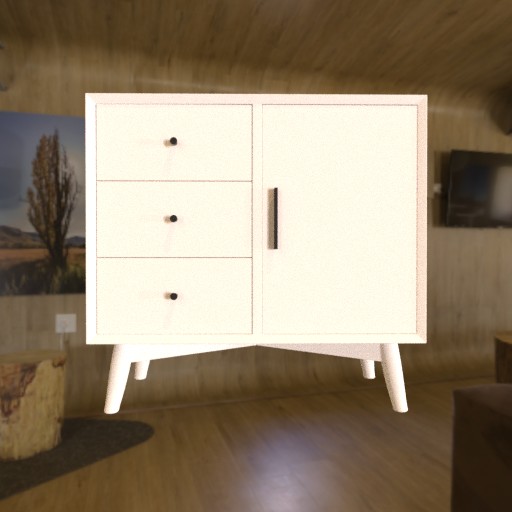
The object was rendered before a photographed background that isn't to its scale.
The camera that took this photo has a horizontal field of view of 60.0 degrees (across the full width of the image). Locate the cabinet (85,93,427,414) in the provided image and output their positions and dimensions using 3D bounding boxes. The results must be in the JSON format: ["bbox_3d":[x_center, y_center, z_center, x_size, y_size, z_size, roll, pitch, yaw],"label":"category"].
[{"bbox_3d":[0.000,0.000,1.227,0.800,0.761,0.398,0,1,-1],"label":"cabinet"}]
